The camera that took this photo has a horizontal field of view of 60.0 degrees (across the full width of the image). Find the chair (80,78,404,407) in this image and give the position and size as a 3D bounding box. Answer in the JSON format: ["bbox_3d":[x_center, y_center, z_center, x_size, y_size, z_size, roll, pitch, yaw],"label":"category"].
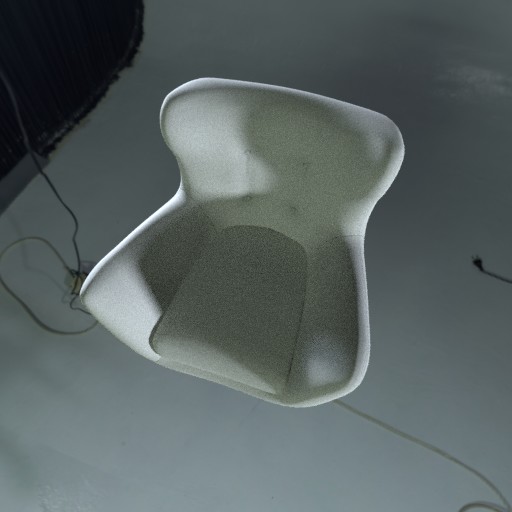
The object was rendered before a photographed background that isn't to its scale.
[{"bbox_3d":[0.000,0.000,1.625,0.890,0.889,0.889,16,59,10],"label":"chair"}]
